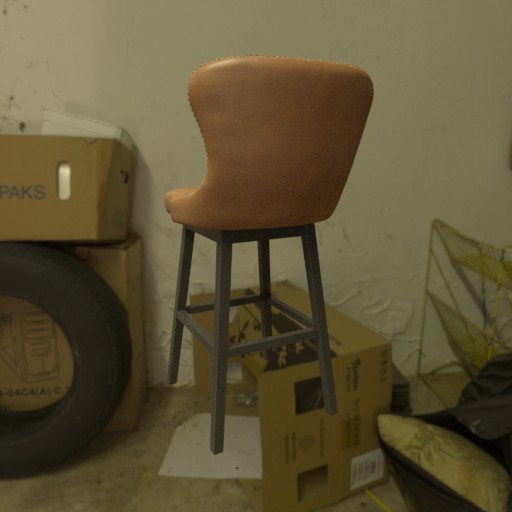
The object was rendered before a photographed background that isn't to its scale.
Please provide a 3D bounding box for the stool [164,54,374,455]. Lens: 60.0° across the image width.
[{"bbox_3d":[0.000,0.000,1.378,0.528,1.050,0.601,-7,15,-27],"label":"stool"}]
